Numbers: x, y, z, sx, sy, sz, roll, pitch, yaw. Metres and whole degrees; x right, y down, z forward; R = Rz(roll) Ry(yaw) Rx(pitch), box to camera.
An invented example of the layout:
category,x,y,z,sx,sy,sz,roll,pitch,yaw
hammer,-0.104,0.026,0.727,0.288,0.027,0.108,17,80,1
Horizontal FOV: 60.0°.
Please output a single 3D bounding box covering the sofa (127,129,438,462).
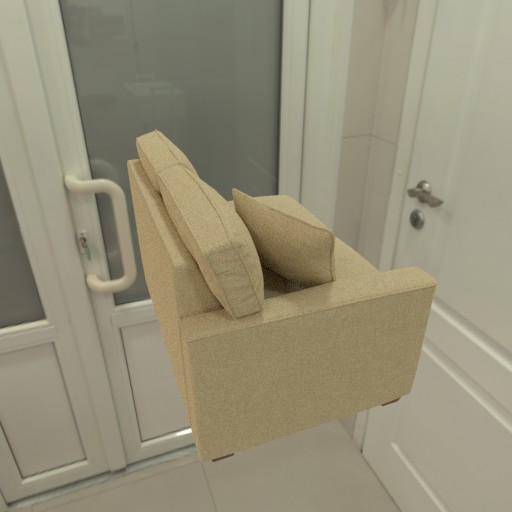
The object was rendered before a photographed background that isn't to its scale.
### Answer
category,x,y,z,sx,sy,sz,roll,pitch,yaw
sofa,0.000,0.000,2.149,0.991,0.989,1.388,-11,31,-18
